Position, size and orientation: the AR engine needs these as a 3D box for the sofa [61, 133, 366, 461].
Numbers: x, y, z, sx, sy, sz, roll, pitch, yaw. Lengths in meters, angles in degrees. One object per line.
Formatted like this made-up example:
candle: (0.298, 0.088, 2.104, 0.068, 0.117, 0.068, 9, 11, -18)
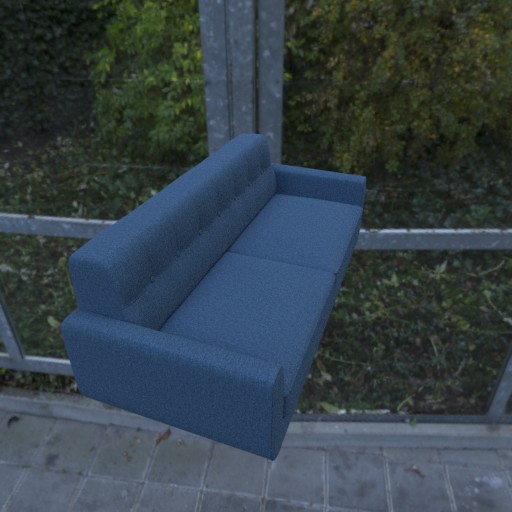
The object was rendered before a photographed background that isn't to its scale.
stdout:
sofa: (0.000, 0.000, 2.539, 0.942, 0.884, 2.055, 11, 33, 18)
